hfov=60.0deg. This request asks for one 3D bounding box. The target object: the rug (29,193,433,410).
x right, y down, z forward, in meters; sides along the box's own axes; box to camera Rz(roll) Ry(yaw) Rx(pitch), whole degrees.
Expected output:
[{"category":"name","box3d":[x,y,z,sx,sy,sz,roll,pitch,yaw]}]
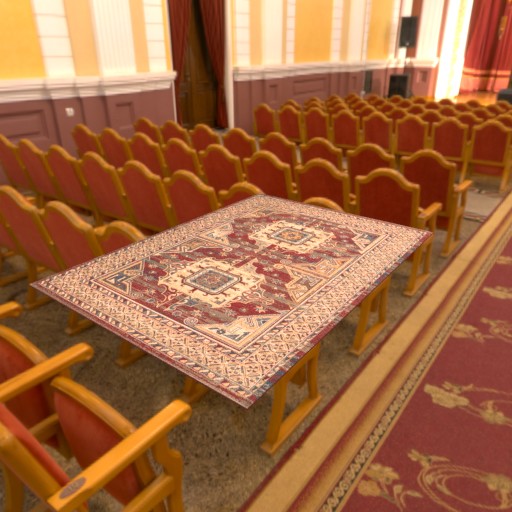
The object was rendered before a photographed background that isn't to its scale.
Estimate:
[{"category":"rug","box3d":[0.000,0.000,2.908,1.599,0.011,2.210,18,31,33]}]
